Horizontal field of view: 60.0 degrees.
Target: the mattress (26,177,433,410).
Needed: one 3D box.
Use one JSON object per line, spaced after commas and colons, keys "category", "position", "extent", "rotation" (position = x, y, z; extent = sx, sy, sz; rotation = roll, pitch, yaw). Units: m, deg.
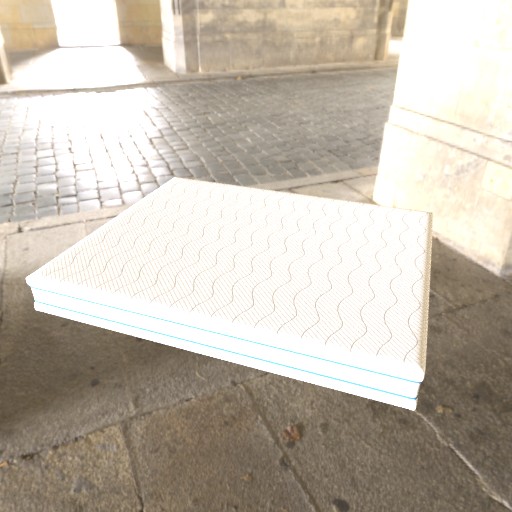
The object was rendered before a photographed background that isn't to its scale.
{"category": "mattress", "position": [0.000, 0.000, 2.731], "extent": [2.000, 0.230, 1.600], "rotation": [11, 32, 17]}
